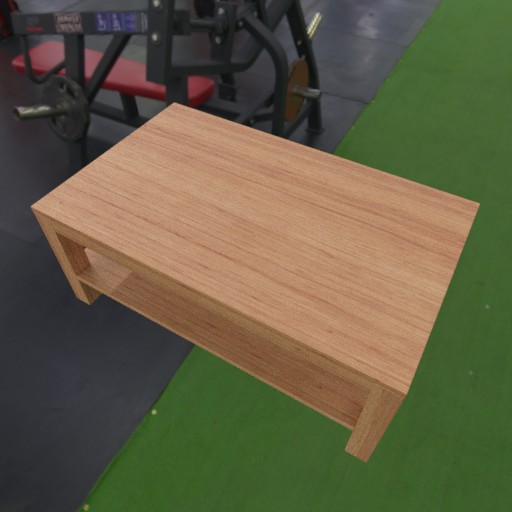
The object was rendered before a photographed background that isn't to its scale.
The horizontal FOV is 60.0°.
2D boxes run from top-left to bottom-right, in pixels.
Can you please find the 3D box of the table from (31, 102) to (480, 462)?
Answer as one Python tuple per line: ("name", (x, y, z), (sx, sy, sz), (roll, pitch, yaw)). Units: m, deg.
("table", (0.000, 0.000, 1.491), (1.146, 0.457, 0.695), (24, 53, 20))
